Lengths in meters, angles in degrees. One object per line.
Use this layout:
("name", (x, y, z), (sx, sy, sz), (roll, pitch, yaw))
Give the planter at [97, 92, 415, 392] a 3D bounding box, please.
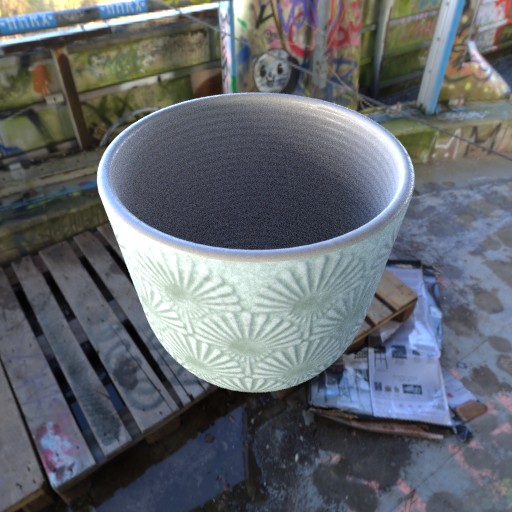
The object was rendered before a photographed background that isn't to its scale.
("planter", (0.000, 0.000, 0.294), (0.170, 0.152, 0.170), (0, 43, 0))
